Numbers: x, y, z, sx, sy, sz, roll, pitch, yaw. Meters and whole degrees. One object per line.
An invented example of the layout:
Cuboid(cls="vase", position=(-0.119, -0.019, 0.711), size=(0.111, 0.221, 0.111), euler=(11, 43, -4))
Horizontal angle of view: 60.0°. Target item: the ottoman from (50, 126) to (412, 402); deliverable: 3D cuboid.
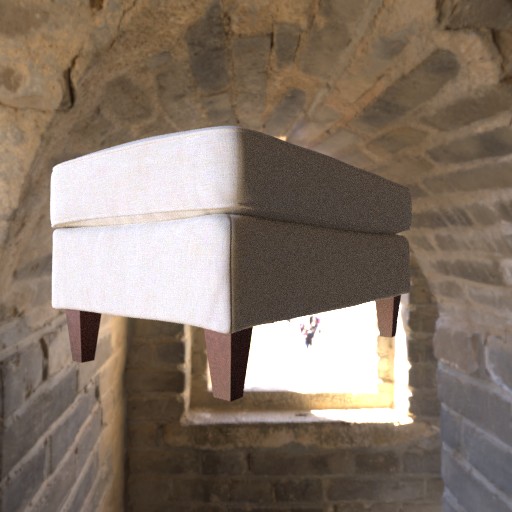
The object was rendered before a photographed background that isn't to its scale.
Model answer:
Cuboid(cls="ottoman", position=(0.000, 0.000, 1.184), size=(0.583, 0.484, 0.862), euler=(0, 0, 37))
